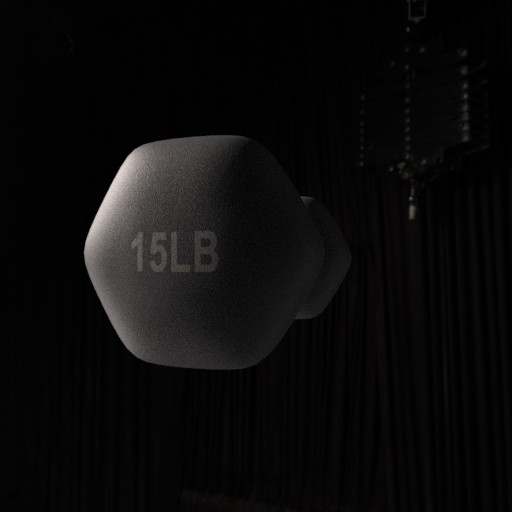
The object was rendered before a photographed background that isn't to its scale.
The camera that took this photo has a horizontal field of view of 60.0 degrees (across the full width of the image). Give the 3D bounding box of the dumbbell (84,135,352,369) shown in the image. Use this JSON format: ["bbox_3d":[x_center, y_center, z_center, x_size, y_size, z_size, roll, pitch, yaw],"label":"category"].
[{"bbox_3d":[0.000,0.000,0.299,0.116,0.105,0.240,0,-1,17],"label":"dumbbell"}]
